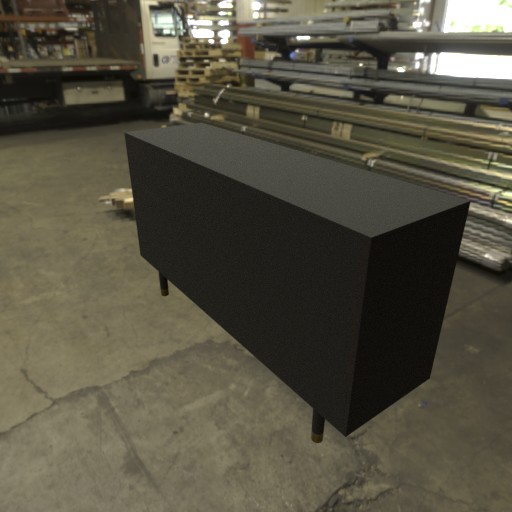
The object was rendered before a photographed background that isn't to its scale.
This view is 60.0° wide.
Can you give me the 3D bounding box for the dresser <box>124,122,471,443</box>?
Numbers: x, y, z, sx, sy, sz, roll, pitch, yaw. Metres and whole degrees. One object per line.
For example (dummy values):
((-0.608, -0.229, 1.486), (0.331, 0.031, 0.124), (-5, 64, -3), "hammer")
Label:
((0.000, 0.000, 1.946), (0.463, 0.872, 1.558), (-18, 32, -32), "dresser")
